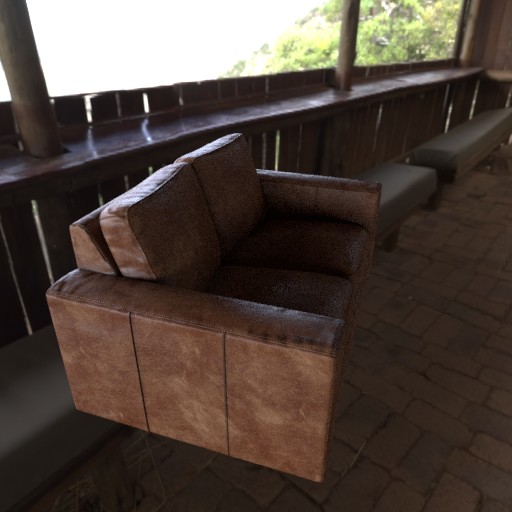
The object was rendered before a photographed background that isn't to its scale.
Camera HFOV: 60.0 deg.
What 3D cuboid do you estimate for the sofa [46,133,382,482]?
[{"bbox_3d":[0.000,0.000,2.167,1.041,0.889,1.626,9,30,16],"label":"sofa"}]
